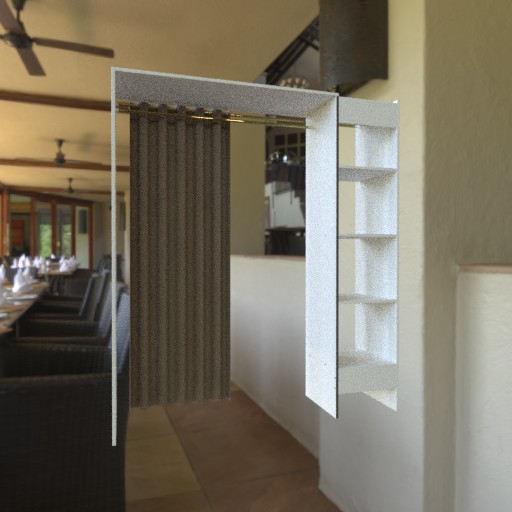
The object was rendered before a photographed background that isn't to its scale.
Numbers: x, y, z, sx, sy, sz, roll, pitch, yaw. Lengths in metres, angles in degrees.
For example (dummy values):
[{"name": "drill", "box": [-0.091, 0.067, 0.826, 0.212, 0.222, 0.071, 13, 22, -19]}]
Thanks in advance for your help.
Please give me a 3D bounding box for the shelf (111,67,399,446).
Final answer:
[{"name": "shelf", "box": [0.000, 0.000, 2.599, 1.600, 1.820, 0.500, 0, 1, -17]}]
